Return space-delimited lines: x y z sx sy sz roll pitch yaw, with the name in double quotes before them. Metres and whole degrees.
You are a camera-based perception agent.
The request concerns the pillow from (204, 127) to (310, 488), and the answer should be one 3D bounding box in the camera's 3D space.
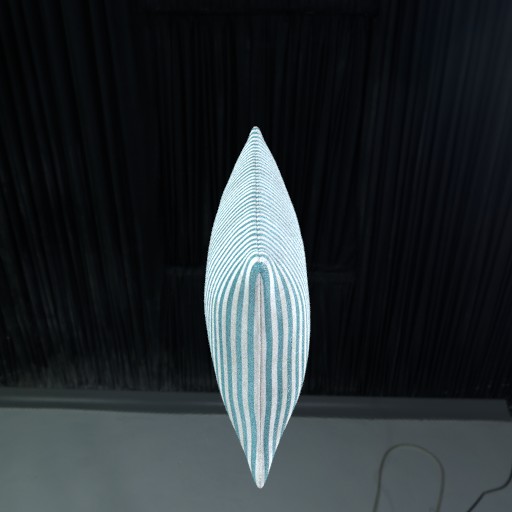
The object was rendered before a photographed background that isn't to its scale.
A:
"pillow" 0.000 0.000 0.713 0.151 0.295 0.617 0 27 0
